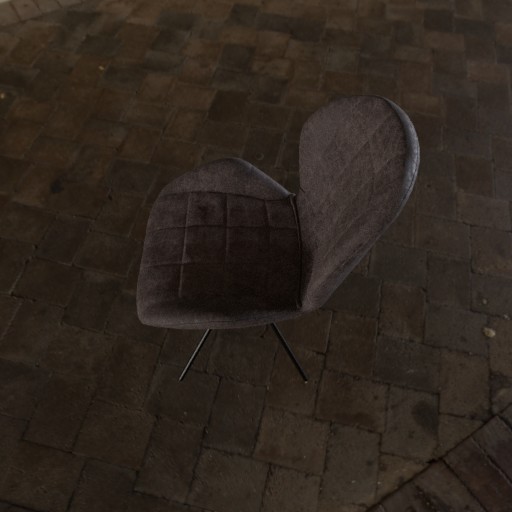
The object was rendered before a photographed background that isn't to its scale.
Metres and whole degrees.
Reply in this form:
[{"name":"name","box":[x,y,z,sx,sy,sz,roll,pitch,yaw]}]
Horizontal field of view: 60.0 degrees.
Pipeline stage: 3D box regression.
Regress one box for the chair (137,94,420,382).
[{"name":"chair","box":[0.000,0.000,1.260,0.640,0.934,0.527,0,58,0]}]
